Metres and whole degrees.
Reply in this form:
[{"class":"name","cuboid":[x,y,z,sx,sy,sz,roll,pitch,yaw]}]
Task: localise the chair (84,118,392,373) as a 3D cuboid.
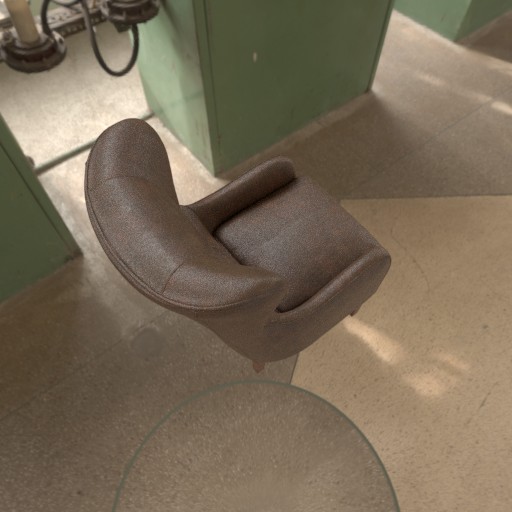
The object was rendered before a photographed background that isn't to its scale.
[{"class":"chair","cuboid":[0.000,0.000,1.616,0.914,1.048,0.692,-32,64,-18]}]
